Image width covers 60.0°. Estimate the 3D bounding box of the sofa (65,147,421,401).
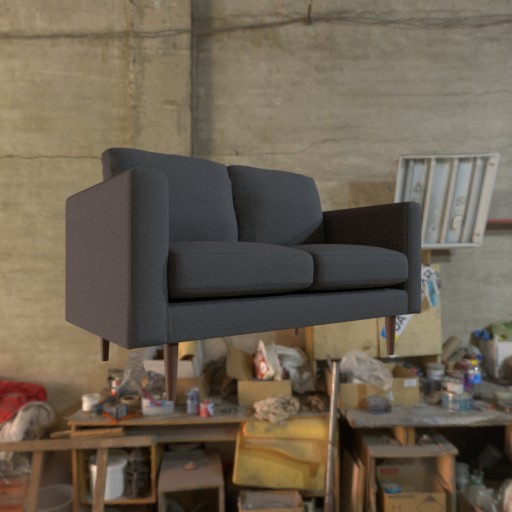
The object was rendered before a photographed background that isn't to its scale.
[{"bbox_3d":[0.000,0.000,1.968,1.430,0.908,0.796,0,0,-36],"label":"sofa"}]
